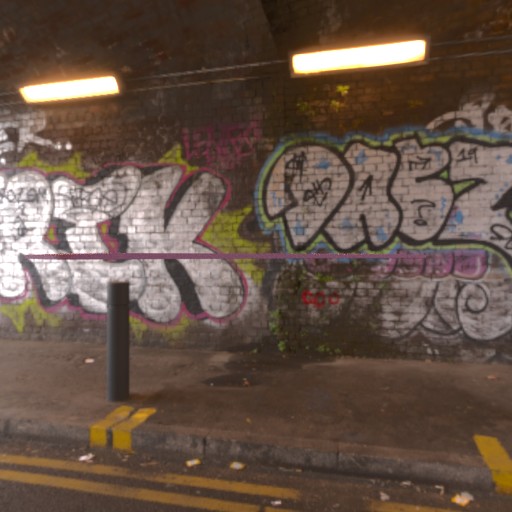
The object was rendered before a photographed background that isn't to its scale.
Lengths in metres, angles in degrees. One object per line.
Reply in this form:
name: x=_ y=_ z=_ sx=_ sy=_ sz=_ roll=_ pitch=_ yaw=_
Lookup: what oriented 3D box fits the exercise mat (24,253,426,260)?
exercise mat: x=0.000 y=0.000 z=2.074 sx=1.869 sy=0.021 sz=0.616 roll=0 pitch=0 yaw=-36
